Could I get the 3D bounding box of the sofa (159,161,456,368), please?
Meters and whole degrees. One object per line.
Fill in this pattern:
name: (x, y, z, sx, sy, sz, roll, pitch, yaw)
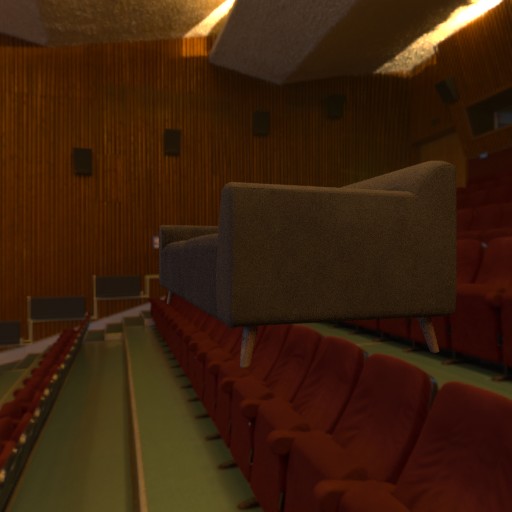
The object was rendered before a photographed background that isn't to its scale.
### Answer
sofa: (0.000, 0.000, 2.567, 0.900, 0.740, 2.190, 0, 0, -18)
